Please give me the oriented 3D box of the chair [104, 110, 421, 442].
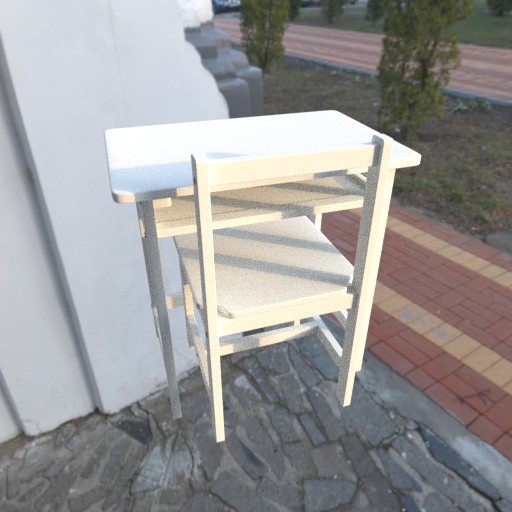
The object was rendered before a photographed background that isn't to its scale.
[{"bbox_3d":[0.000,0.000,1.070,0.599,0.673,0.461,-10,33,-15],"label":"chair"}]
